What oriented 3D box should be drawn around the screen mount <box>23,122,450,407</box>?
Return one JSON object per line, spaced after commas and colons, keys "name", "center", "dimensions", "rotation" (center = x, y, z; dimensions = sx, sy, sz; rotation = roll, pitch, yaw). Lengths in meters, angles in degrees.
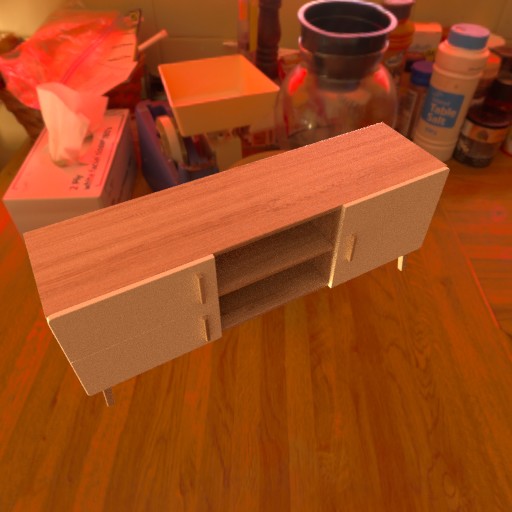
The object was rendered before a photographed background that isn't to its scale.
{"name": "screen mount", "center": [0.000, 0.000, 1.770], "dimensions": [1.500, 0.570, 0.420], "rotation": [-21, 49, -20]}
